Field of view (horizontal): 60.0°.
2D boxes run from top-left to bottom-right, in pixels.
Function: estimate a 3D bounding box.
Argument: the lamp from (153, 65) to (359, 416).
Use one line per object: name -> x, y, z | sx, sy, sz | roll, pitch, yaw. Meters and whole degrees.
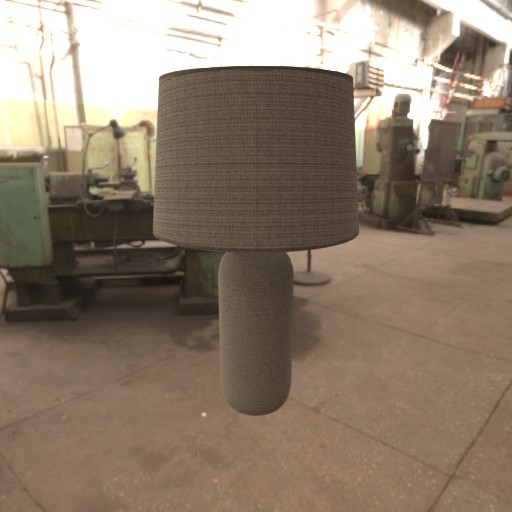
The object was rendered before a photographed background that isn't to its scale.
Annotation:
lamp -> 0.000, 0.000, 0.821 | 0.367, 0.609, 0.367 | 0, 15, 0
